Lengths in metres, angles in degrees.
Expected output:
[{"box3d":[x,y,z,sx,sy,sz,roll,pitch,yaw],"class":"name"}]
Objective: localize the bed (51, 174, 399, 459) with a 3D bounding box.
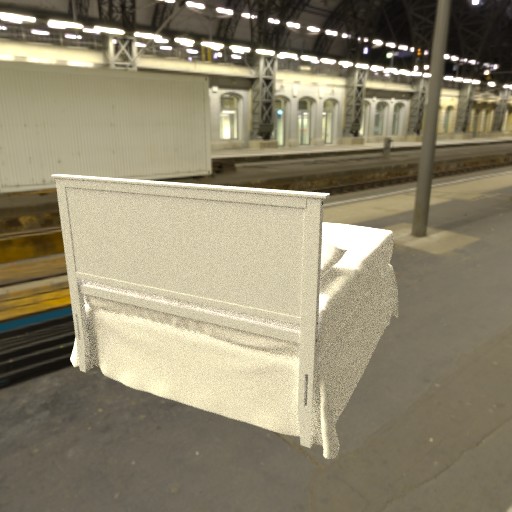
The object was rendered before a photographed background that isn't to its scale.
[{"box3d":[0.000,0.000,3.208,1.876,1.269,2.047,8,19,26],"class":"bed"}]
